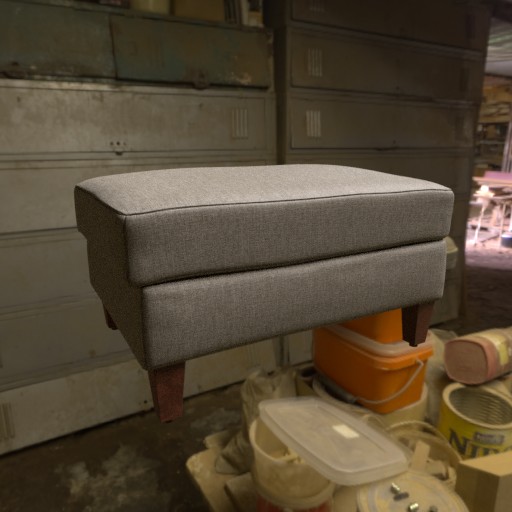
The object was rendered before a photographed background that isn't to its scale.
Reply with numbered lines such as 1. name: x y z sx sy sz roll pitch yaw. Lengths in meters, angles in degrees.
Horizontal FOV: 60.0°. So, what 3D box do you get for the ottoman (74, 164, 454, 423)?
1. ottoman: 0.000 0.000 1.246 0.873 0.494 0.639 -8 17 -28
